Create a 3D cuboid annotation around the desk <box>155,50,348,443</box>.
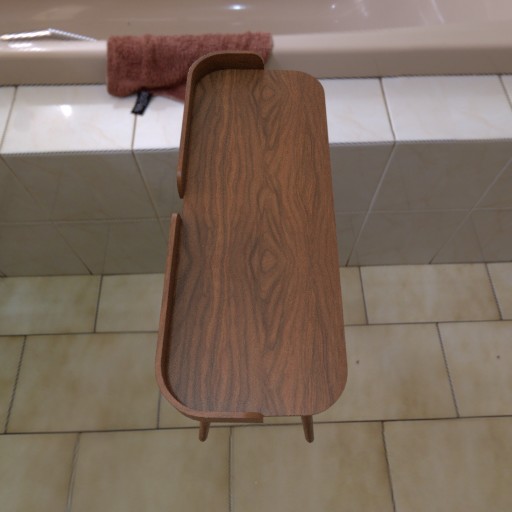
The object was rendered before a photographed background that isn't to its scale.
[{"bbox_3d":[0.000,0.000,1.671,0.486,0.800,1.256,1,63,0],"label":"desk"}]
